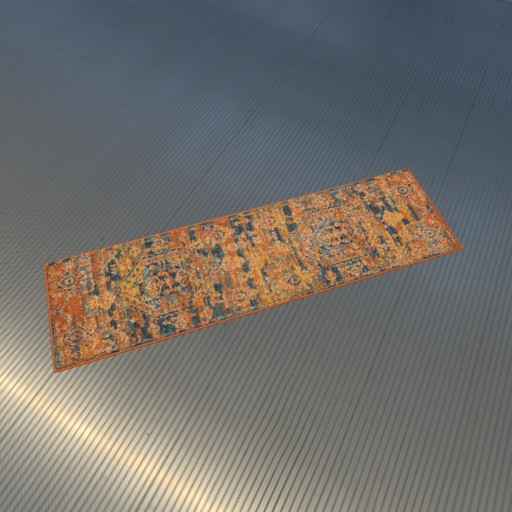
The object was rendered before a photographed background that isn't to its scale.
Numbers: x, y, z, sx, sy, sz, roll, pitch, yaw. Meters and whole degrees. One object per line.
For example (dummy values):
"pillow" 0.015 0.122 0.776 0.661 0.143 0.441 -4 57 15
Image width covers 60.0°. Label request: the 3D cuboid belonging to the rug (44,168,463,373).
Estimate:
"rug" 0.000 0.000 2.490 2.274 0.016 0.651 -16 59 -10
